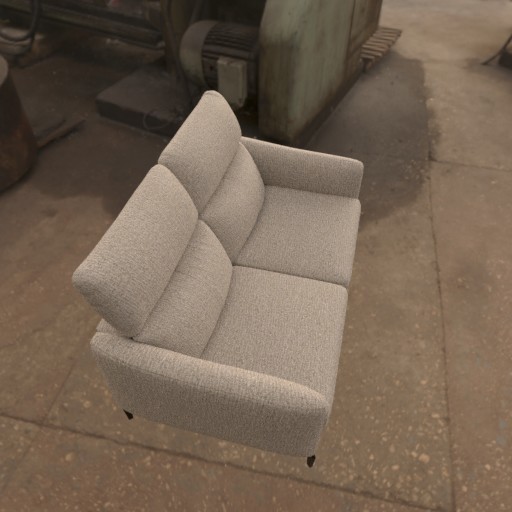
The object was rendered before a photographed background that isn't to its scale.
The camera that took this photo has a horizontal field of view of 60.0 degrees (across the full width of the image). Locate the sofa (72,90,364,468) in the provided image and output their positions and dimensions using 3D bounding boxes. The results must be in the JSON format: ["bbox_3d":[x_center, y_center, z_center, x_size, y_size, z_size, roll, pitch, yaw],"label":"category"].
[{"bbox_3d":[0.000,0.000,2.083,0.905,0.950,1.540,11,47,10],"label":"sofa"}]
